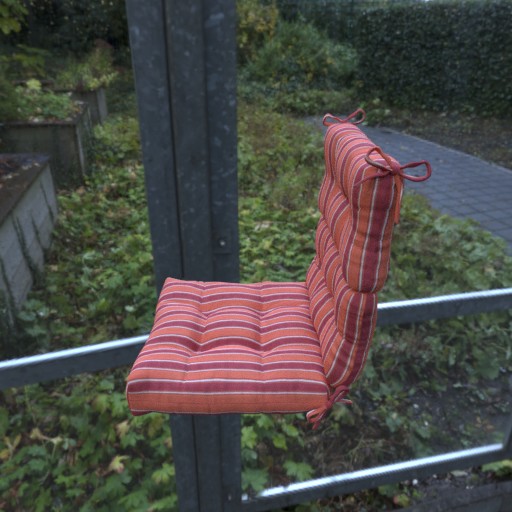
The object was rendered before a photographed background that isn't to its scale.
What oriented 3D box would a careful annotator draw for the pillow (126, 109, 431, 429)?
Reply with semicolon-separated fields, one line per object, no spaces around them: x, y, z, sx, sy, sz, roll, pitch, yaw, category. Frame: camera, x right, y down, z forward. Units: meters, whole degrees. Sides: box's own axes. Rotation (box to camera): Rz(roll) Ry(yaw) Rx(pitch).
0.000;0.000;1.046;0.571;0.605;0.519;0;26;0;pillow
